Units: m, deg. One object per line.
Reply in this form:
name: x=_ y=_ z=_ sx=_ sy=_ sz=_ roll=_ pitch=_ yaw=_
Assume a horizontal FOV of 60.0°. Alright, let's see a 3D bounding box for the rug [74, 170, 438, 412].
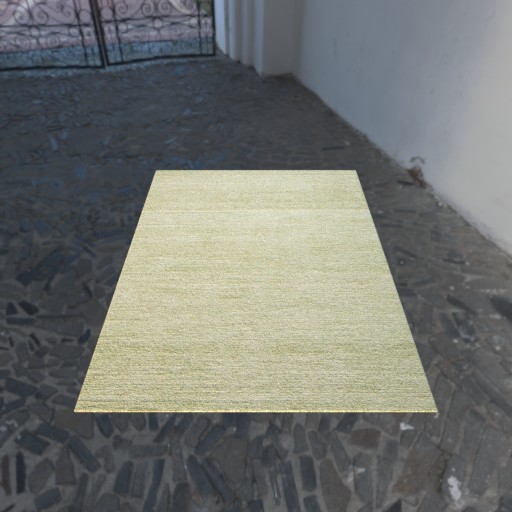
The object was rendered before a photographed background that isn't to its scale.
rug: x=0.000 y=0.000 z=4.168 sx=2.425 sy=0.016 sz=3.198 roll=0 pitch=40 yaw=0
